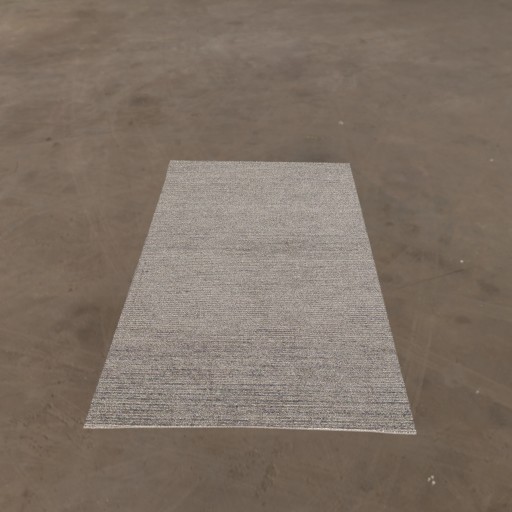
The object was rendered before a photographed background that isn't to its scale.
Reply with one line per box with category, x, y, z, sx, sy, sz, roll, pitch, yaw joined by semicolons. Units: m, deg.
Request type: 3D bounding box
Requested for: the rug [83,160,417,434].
rug;0.000;0.000;2.199;1.162;0.022;1.804;1;43;1
